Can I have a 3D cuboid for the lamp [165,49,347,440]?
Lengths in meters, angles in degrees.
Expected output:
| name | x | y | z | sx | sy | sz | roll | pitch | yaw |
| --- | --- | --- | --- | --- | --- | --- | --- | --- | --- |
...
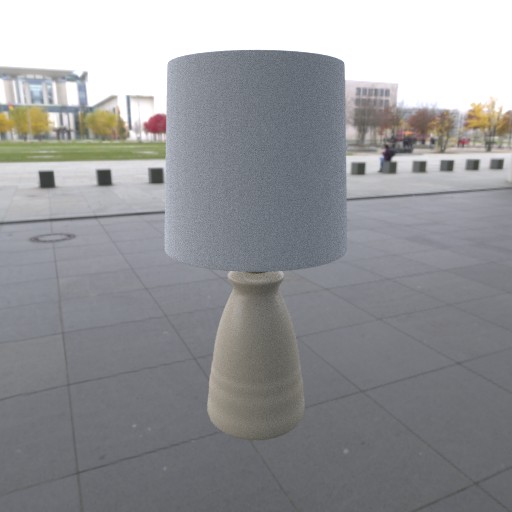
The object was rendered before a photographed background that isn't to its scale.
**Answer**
| name | x | y | z | sx | sy | sz | roll | pitch | yaw |
| --- | --- | --- | --- | --- | --- | --- | --- | --- | --- |
| lamp | 0.000 | 0.000 | 0.464 | 0.186 | 0.369 | 0.186 | 0 | 15 | 0 |
